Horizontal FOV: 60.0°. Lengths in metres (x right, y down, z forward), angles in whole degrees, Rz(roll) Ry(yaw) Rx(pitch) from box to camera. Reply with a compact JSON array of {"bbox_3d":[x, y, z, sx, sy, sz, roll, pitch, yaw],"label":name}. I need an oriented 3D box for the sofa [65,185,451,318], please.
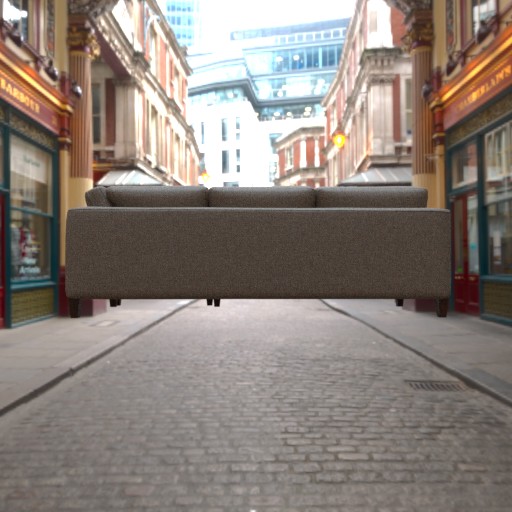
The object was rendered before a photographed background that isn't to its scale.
[{"bbox_3d":[0.000,0.000,4.543,2.551,0.889,3.403,0,-2,-1],"label":"sofa"}]
